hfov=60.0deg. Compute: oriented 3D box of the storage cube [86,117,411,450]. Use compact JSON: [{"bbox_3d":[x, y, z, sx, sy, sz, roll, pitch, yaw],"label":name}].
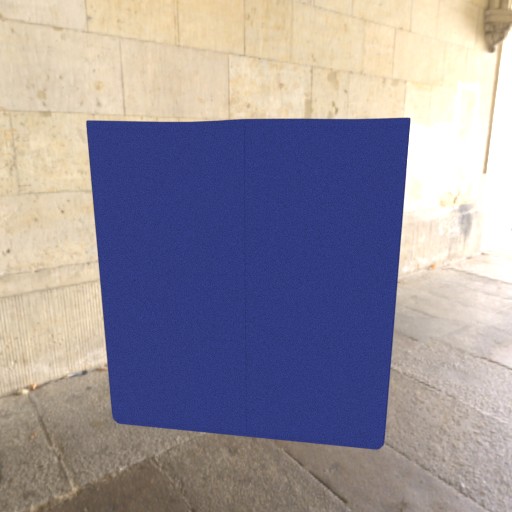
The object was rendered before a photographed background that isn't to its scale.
[{"bbox_3d":[0.000,0.000,0.497,0.270,0.280,0.270,2,14,9],"label":"storage cube"}]
